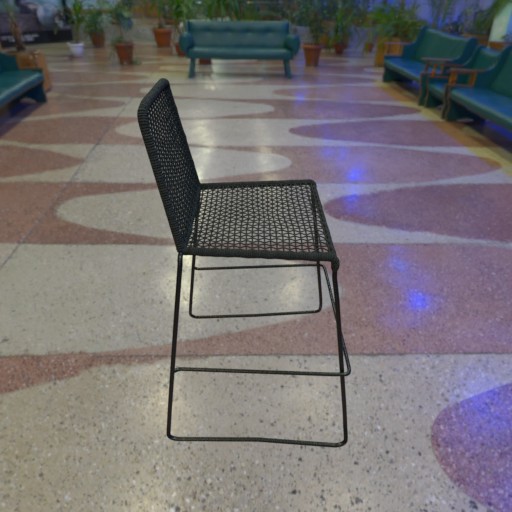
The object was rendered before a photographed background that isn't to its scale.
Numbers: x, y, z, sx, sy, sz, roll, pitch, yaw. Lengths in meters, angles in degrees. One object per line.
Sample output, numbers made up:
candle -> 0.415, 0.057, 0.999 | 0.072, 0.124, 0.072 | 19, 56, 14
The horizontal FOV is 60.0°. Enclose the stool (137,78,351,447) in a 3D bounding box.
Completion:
stool -> 0.000, 0.000, 1.243 | 0.509, 0.905, 0.590 | 0, 33, 0
